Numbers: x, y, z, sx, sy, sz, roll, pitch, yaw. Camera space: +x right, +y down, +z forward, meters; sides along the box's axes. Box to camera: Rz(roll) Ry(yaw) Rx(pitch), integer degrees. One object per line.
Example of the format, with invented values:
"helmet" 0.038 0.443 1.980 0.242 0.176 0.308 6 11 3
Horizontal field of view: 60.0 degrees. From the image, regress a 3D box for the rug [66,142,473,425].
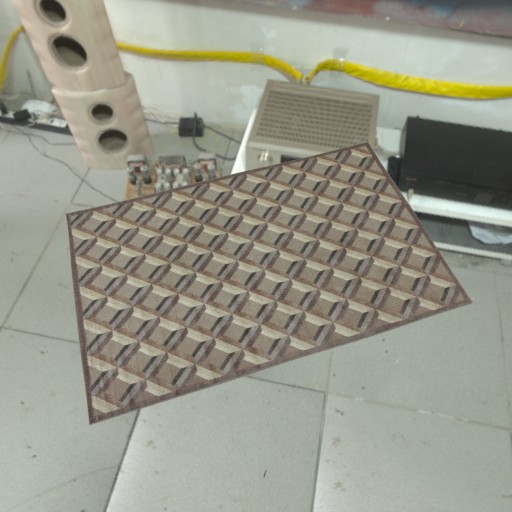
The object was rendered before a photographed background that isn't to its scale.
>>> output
"rug" 0.000 0.000 2.089 1.677 0.011 1.066 -15 59 -10
